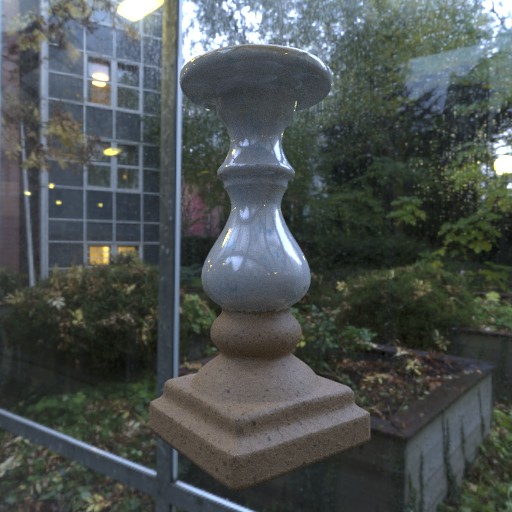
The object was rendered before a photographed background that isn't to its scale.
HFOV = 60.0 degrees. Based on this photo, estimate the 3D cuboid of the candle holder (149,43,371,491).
[{"bbox_3d":[0.000,0.000,0.298,0.110,0.239,0.110,0,0,-37],"label":"candle holder"}]
